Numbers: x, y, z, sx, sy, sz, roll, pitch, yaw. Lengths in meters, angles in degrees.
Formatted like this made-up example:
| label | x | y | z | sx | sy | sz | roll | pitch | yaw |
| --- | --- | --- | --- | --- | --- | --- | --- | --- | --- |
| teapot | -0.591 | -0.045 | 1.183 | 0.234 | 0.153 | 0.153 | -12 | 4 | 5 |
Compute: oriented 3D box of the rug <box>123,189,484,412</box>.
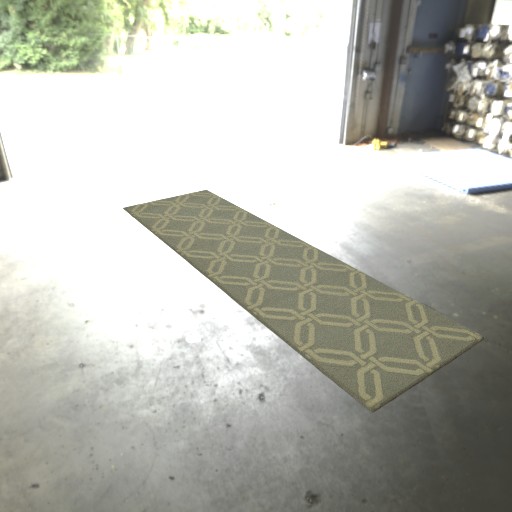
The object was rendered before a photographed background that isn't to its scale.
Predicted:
| label | x | y | z | sx | sy | sz | roll | pitch | yaw |
| --- | --- | --- | --- | --- | --- | --- | --- | --- | --- |
| rug | 0.000 | 0.000 | 2.459 | 0.678 | 0.014 | 2.276 | -18 | 32 | -31 |
